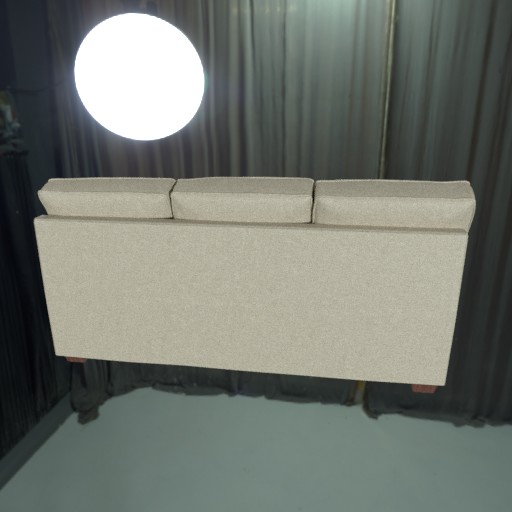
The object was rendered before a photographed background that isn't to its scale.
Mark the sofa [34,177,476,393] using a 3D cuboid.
[{"bbox_3d":[0.000,0.000,2.479,1.962,0.973,1.027,2,18,8],"label":"sofa"}]
